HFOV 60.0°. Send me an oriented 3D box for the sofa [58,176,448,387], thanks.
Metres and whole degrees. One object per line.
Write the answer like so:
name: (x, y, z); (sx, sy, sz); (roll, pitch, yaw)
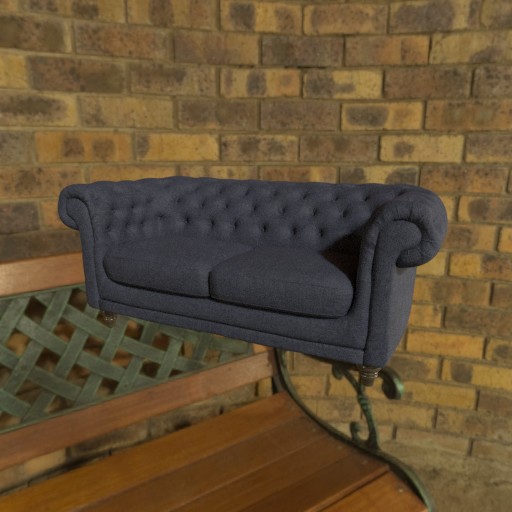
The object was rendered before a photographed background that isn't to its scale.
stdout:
sofa: (0.000, 0.000, 2.533); (1.988, 0.833, 1.082); (7, 16, 25)
